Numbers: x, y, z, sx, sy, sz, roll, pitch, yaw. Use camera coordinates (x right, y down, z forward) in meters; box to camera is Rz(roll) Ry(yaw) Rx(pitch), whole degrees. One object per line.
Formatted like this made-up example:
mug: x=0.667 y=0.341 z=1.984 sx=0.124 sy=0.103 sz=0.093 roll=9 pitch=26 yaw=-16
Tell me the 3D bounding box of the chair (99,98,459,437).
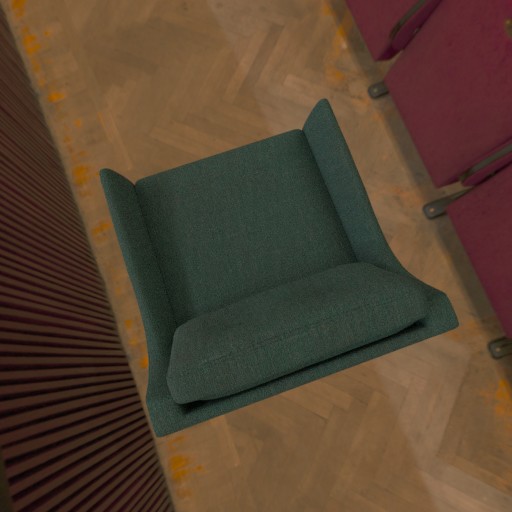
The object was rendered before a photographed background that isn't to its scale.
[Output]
chair: x=0.000 y=0.000 z=1.518 sx=0.847 sy=0.828 sz=0.849 roll=-19 pitch=77 yaw=-4
